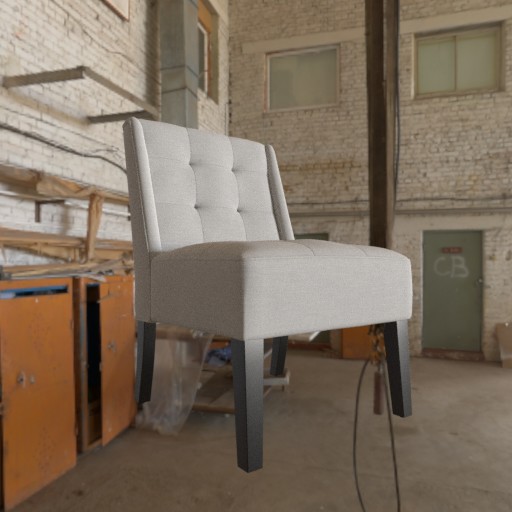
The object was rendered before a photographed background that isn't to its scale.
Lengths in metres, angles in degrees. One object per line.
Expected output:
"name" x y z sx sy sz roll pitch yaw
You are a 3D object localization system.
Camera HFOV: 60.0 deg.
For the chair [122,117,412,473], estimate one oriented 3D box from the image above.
"chair" 0.000 0.000 1.273 0.569 0.853 0.676 1 -1 -37
